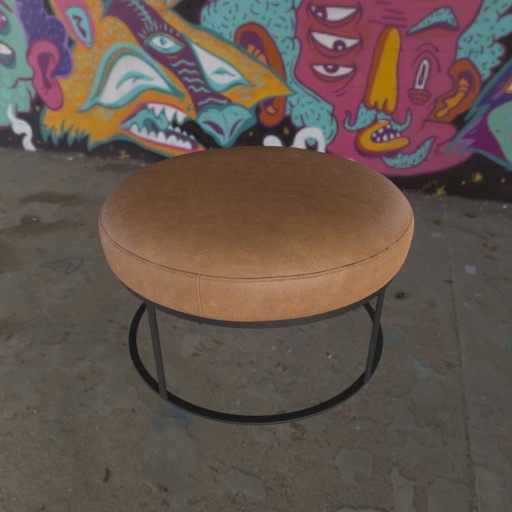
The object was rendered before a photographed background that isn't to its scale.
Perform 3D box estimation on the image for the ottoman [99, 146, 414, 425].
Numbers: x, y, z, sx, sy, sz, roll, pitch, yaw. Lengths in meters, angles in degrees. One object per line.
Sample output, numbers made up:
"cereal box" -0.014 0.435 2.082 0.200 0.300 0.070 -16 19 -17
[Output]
"ottoman" 0.000 0.000 1.206 0.771 0.460 0.771 0 30 0
